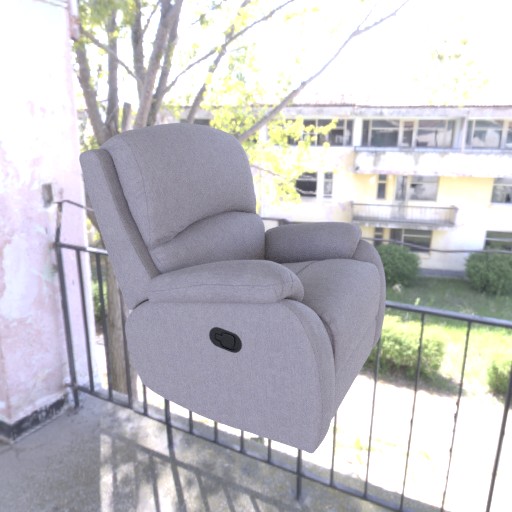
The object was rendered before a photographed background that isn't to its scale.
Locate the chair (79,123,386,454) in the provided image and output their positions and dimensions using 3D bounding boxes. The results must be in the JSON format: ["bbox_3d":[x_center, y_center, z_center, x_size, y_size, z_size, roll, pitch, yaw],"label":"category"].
[{"bbox_3d":[0.000,0.000,1.745,0.899,1.011,0.930,7,17,26],"label":"chair"}]
